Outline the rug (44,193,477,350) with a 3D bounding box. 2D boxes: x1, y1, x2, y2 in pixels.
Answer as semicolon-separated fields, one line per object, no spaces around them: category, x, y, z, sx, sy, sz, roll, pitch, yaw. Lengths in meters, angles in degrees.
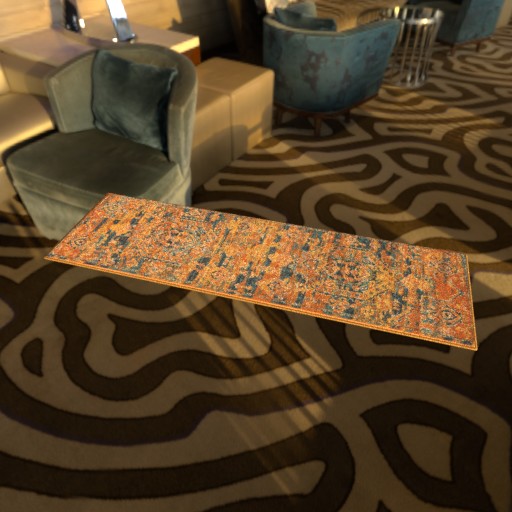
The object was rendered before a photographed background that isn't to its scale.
rug;0.000;0.000;1.987;1.820;0.013;0.556;11;42;12
